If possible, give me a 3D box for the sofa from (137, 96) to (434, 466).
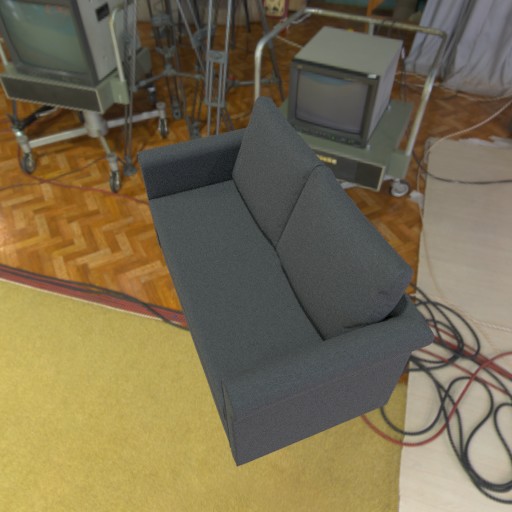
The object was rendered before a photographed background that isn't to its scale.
[{"bbox_3d":[0.000,0.000,2.011,0.741,0.872,1.460,-16,50,-14],"label":"sofa"}]
